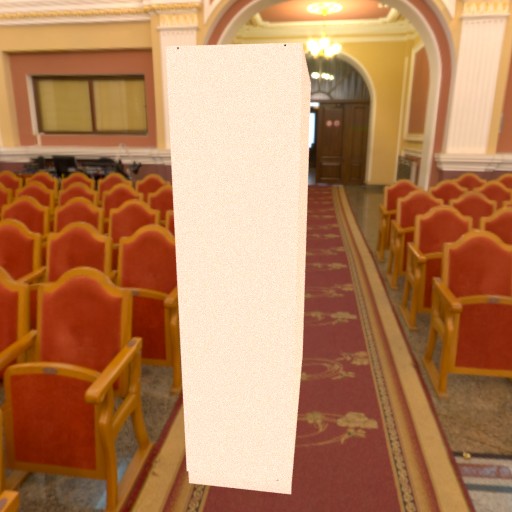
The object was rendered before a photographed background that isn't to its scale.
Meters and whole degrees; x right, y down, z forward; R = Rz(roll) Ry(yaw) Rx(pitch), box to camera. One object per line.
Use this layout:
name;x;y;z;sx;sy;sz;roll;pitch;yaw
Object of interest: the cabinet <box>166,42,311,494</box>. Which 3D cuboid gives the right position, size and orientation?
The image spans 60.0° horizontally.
cabinet;0.000;0.000;2.442;0.510;1.910;1.290;2;16;8
